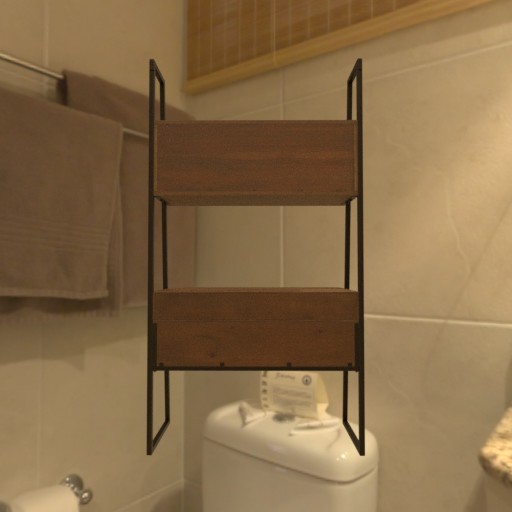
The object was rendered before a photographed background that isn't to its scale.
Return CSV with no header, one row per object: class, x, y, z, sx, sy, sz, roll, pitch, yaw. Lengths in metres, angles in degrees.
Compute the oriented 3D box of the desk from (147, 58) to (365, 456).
desk,0.000,0.000,2.269,0.982,1.809,0.515,0,-2,0
